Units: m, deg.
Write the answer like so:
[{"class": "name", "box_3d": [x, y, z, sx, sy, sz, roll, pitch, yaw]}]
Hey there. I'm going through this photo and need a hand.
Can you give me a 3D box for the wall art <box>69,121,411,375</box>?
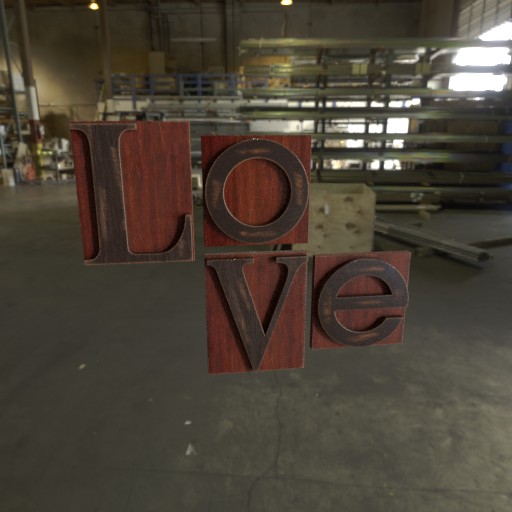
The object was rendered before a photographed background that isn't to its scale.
[{"class": "wall art", "box_3d": [0.000, 0.000, 0.855, 0.635, 0.497, 0.030, -2, 16, -8]}]
